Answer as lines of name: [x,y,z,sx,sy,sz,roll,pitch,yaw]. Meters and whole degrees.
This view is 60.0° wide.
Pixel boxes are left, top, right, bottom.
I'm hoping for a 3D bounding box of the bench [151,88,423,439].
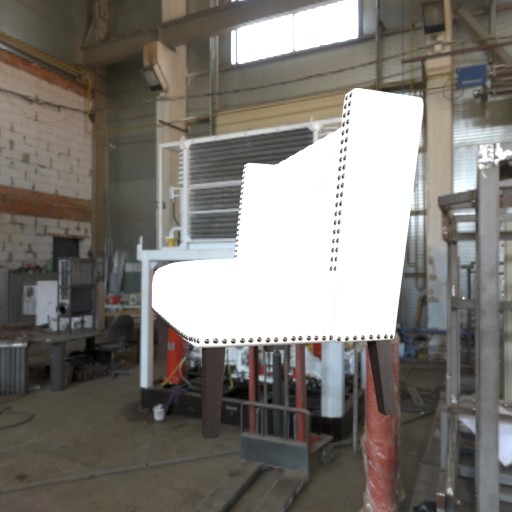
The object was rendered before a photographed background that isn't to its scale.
bench: [0.000,0.000,2.031,0.847,1.123,1.280,0,-1,-19]
